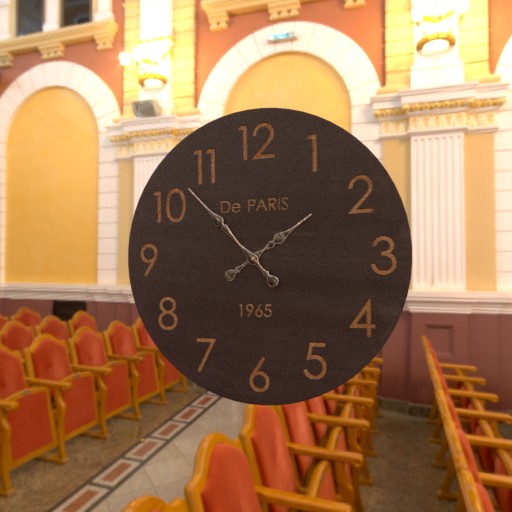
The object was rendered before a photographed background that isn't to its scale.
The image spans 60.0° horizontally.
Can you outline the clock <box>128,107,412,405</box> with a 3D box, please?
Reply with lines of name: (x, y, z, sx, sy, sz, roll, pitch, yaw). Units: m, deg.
clock: (0.000, 0.000, 0.895, 0.595, 0.595, 0.029, 0, -1, 18)
